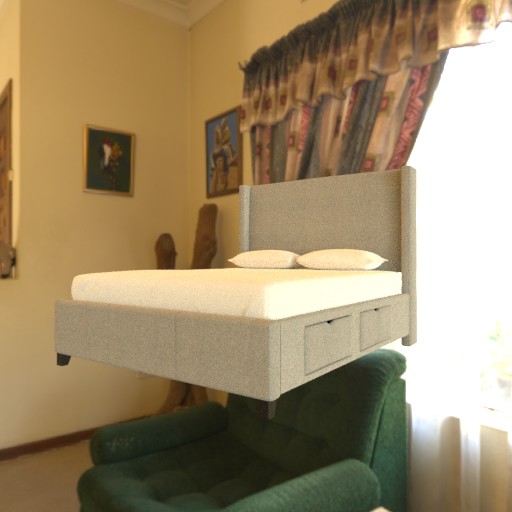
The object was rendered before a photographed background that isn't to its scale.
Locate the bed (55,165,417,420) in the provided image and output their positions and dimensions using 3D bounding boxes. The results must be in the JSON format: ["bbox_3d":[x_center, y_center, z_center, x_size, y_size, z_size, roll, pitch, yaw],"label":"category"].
[{"bbox_3d":[0.000,0.000,3.370,1.774,1.491,2.222,0,0,36],"label":"bed"}]
